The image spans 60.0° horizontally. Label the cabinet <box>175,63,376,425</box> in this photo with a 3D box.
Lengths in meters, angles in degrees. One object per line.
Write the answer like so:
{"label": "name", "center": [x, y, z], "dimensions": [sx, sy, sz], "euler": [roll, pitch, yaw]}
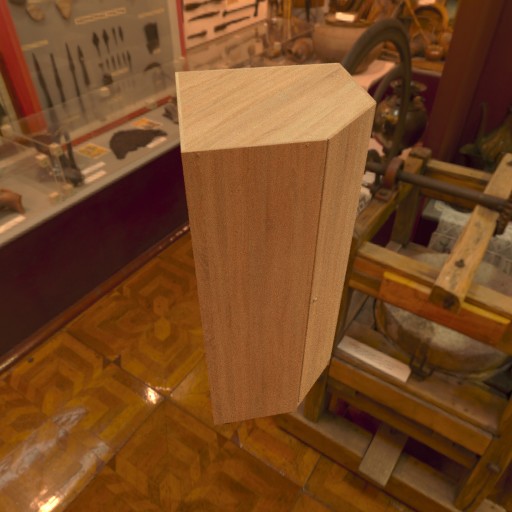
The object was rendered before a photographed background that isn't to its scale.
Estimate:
{"label": "cabinet", "center": [0.000, 0.000, 2.886], "dimensions": [1.094, 2.120, 1.327], "euler": [25, 47, 26]}
